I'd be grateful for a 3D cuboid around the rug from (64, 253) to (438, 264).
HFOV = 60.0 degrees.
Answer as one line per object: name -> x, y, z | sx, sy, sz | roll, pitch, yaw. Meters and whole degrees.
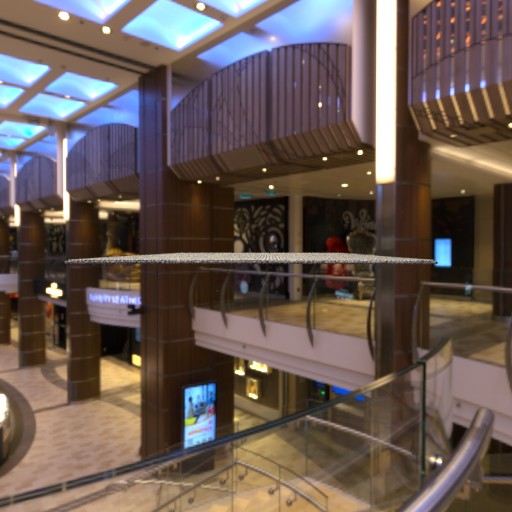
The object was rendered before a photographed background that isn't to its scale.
rug -> 0.000, 0.000, 3.041 | 1.538, 0.021, 2.443 | 0, 1, 1
